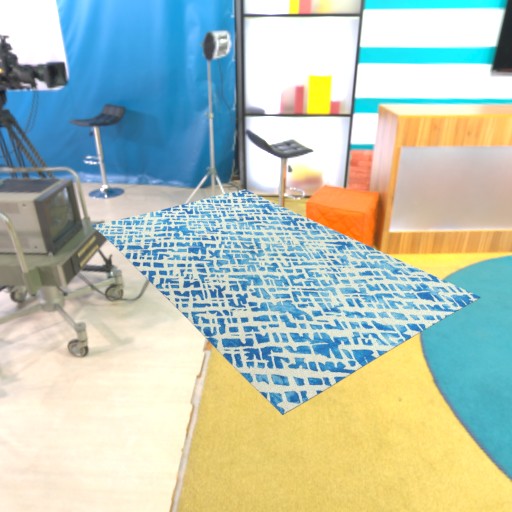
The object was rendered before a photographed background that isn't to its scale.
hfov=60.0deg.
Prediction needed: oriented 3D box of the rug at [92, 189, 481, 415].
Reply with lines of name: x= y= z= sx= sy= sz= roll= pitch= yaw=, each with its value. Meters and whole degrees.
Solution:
rug: x=0.000 y=0.000 z=3.110 sx=1.520 sy=0.011 sz=2.447 roll=-19 pitch=33 yaw=-32
